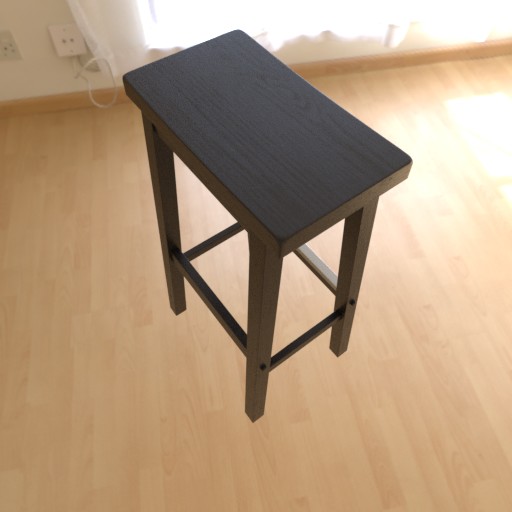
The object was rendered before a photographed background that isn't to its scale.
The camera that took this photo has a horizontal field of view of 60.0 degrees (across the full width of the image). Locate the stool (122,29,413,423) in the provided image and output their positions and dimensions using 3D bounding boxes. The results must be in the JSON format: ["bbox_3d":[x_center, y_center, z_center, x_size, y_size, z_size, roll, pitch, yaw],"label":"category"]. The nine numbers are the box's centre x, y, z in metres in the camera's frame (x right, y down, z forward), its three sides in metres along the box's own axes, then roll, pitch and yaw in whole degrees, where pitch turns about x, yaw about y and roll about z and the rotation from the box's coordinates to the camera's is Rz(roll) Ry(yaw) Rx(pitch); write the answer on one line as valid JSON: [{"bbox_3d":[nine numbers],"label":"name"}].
[{"bbox_3d":[0.000,0.000,0.951,0.322,0.742,0.406,-32,62,-19],"label":"stool"}]
